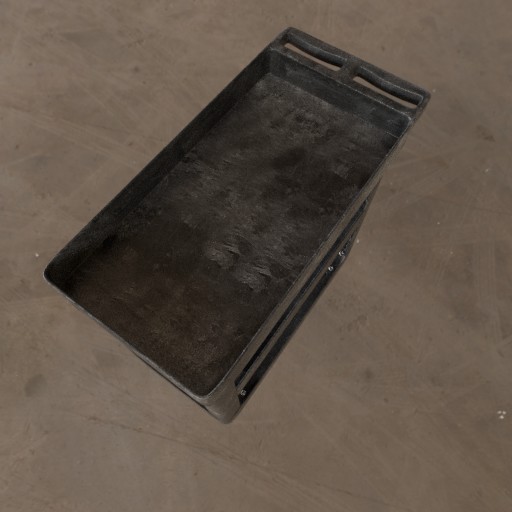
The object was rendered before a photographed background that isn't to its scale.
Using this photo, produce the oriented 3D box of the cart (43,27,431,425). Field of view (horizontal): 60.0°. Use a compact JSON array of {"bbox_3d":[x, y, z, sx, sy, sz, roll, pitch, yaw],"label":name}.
[{"bbox_3d":[0.000,0.000,1.327,0.420,0.824,0.877,33,69,14],"label":"cart"}]
